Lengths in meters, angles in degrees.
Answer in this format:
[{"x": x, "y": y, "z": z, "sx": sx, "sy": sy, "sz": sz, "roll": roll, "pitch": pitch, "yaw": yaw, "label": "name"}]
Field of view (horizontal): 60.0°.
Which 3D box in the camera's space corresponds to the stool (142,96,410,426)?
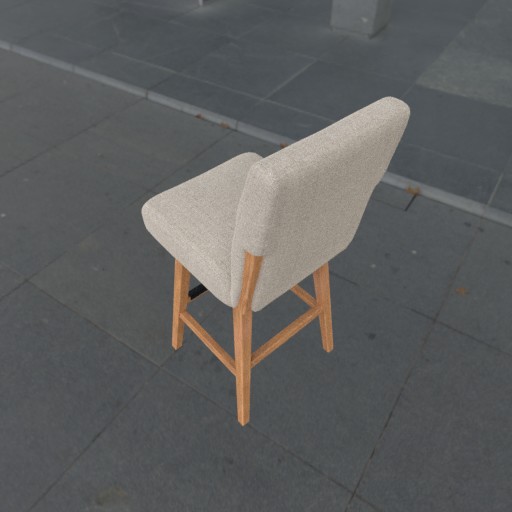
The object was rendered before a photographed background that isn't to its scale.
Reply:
[{"x": 0.000, "y": 0.000, "z": 1.398, "sx": 0.483, "sy": 1.106, "sz": 0.569, "roll": -33, "pitch": 54, "yaw": -27, "label": "stool"}]
